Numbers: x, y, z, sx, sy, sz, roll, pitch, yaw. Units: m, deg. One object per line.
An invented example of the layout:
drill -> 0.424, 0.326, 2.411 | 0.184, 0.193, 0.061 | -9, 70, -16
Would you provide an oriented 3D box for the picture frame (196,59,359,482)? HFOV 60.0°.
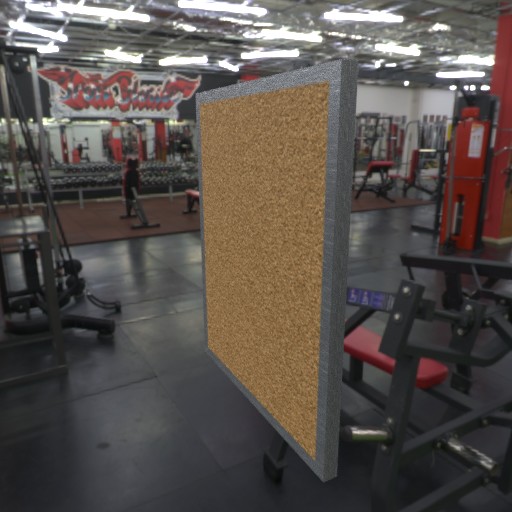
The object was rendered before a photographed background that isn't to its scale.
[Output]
picture frame -> 0.000, 0.000, 0.759 | 0.029, 0.559, 0.454 | -8, 17, -27
